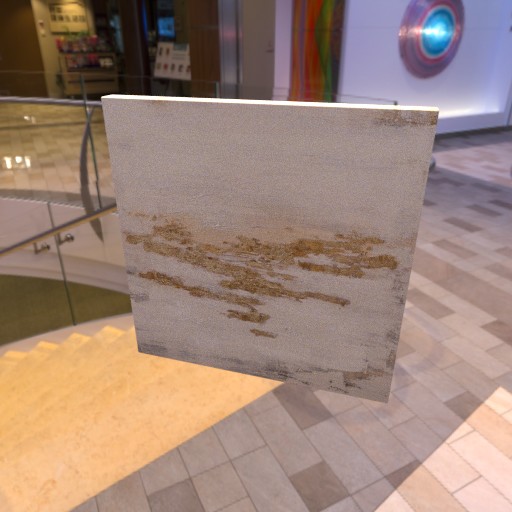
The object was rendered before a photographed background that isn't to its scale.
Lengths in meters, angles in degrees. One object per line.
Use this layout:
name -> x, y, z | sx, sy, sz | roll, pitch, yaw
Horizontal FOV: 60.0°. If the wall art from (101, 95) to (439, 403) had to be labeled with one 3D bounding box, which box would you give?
wall art -> 0.000, 0.000, 0.925 | 0.611, 0.613, 0.040 | 8, 27, 15
